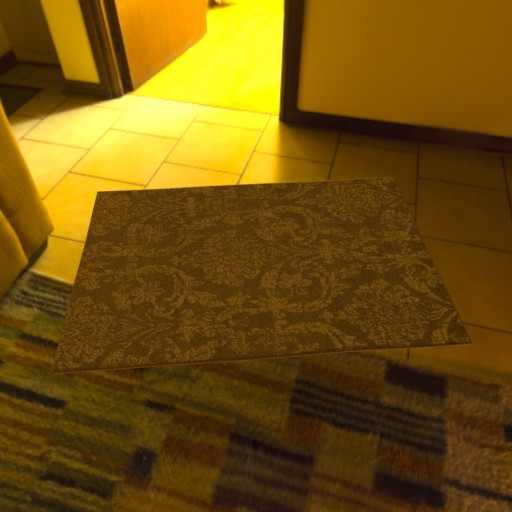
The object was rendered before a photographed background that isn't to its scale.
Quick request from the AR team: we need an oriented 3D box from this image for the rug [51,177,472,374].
[{"bbox_3d":[0.000,0.000,2.315,1.824,0.012,1.206,-3,47,-3],"label":"rug"}]
